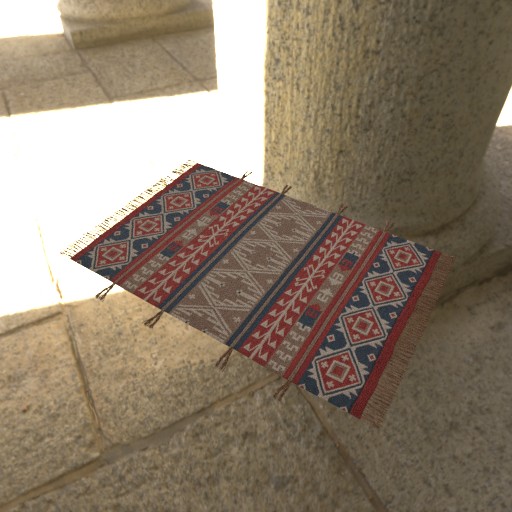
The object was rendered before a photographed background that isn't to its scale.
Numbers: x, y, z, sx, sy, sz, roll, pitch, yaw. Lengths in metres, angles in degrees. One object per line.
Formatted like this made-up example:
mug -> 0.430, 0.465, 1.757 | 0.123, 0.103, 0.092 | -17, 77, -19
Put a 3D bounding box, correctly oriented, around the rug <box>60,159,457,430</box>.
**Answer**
rug -> 0.000, 0.000, 3.161 | 2.450, 0.048, 1.778 | 24, 49, 23
